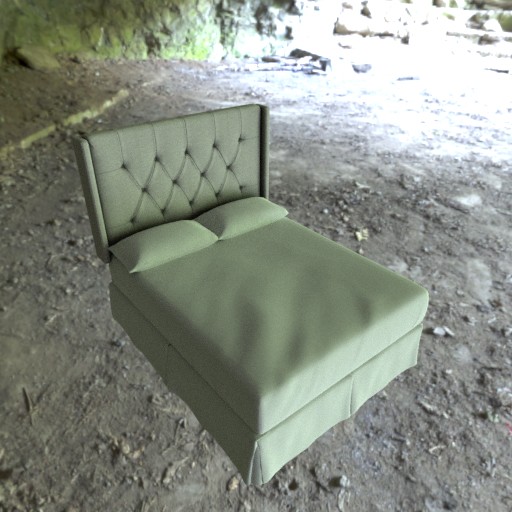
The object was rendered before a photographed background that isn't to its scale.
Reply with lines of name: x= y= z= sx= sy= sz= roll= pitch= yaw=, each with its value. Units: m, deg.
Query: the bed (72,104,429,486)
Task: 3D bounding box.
bed: x=0.000 y=0.000 z=3.297 sx=1.719 sy=1.665 sz=2.066 roll=-23 pitch=38 yaw=-33
